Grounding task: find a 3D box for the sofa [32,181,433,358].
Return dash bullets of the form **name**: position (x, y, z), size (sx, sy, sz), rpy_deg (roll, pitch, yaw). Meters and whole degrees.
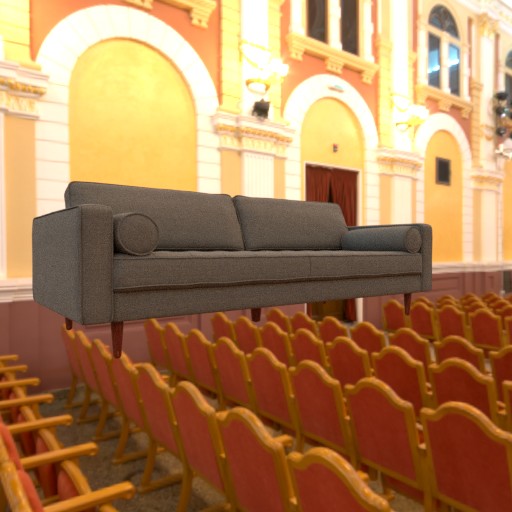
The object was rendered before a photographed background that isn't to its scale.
- **sofa**: position (0.000, 0.000, 2.553), size (2.198, 0.762, 0.914), rpy_deg (-1, 1, -36)
